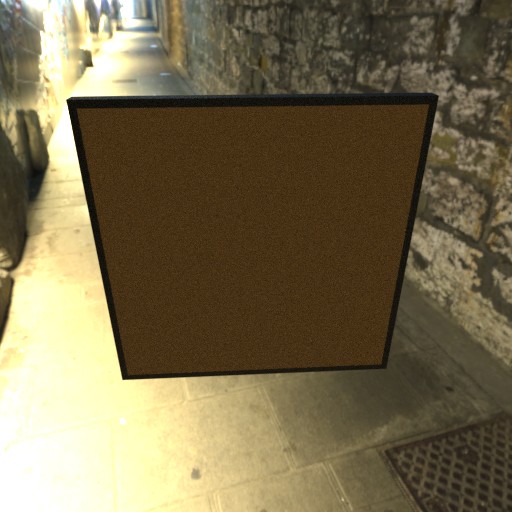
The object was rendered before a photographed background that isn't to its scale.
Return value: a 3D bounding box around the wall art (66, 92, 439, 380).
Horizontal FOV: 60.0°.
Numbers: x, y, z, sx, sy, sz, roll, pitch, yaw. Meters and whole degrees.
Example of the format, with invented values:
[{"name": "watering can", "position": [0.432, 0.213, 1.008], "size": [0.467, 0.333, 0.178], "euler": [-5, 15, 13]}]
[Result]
[{"name": "wall art", "position": [0.000, 0.000, 1.108], "size": [0.763, 0.763, 0.038], "euler": [-2, 29, -3]}]
